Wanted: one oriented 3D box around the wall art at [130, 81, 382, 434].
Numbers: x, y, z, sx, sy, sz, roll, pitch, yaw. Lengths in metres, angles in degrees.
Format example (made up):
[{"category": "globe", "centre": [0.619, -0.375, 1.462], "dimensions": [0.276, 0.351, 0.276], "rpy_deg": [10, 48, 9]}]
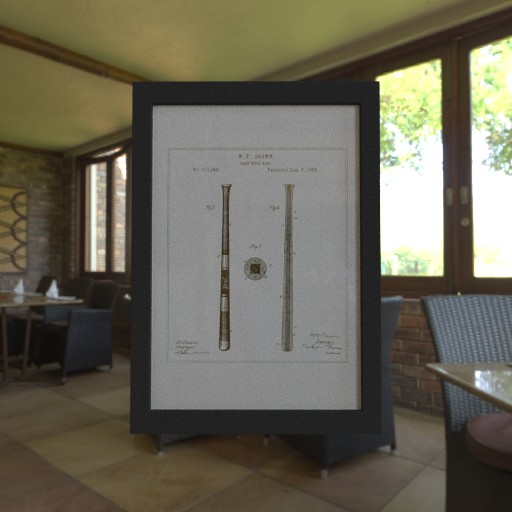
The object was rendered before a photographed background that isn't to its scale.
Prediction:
[{"category": "wall art", "centre": [0.000, 0.000, 0.668], "dimensions": [0.374, 0.529, 0.012], "rpy_deg": [0, -1, 0]}]
